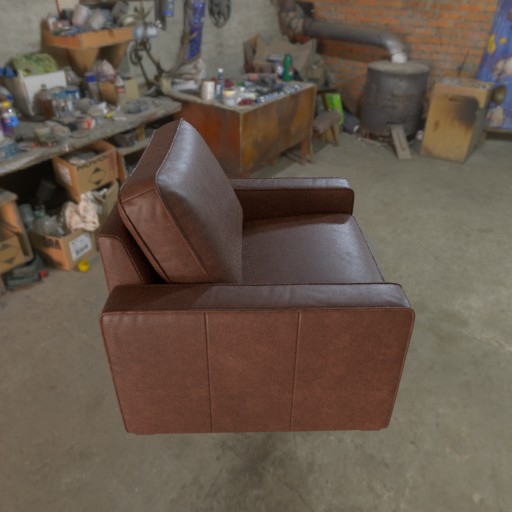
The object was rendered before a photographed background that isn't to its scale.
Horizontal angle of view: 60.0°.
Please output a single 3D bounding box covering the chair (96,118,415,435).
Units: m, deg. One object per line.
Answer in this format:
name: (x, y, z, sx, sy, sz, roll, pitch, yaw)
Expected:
chair: (0.000, 0.000, 1.742, 0.940, 0.919, 1.017, -1, 32, -1)
